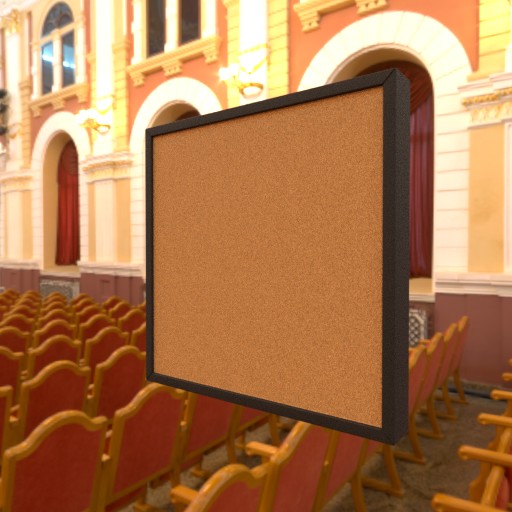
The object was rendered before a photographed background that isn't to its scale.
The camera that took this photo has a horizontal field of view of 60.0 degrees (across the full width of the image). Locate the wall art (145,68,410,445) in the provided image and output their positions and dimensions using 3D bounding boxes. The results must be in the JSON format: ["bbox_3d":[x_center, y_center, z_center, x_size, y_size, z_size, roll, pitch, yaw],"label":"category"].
[{"bbox_3d":[0.000,0.000,0.461,0.305,0.305,0.037,1,1,36],"label":"wall art"}]
